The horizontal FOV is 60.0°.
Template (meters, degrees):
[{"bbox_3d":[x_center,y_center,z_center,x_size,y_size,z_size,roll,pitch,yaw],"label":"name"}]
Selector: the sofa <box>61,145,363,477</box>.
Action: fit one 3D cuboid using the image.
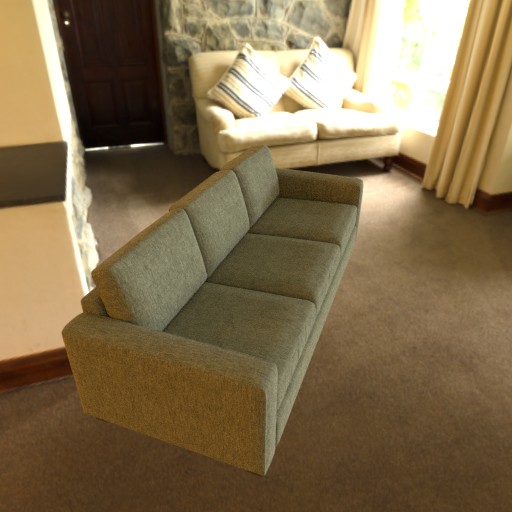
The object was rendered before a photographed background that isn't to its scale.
[{"bbox_3d":[0.000,0.000,2.587,0.900,0.800,2.160,11,32,18],"label":"sofa"}]
